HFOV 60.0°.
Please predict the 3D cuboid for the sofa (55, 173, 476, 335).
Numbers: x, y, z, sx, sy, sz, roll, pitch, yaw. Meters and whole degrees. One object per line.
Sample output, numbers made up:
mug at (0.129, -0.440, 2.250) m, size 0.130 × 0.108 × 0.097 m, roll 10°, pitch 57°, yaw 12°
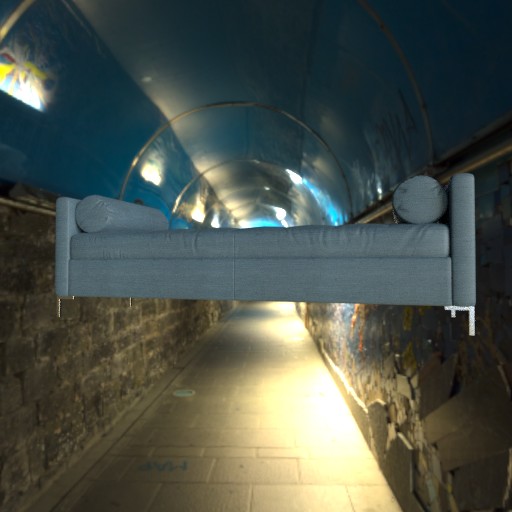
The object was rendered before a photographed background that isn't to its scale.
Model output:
sofa at (0.000, 0.000, 2.314) m, size 1.981 × 0.635 × 0.686 m, roll 0°, pitch -1°, yaw 18°
